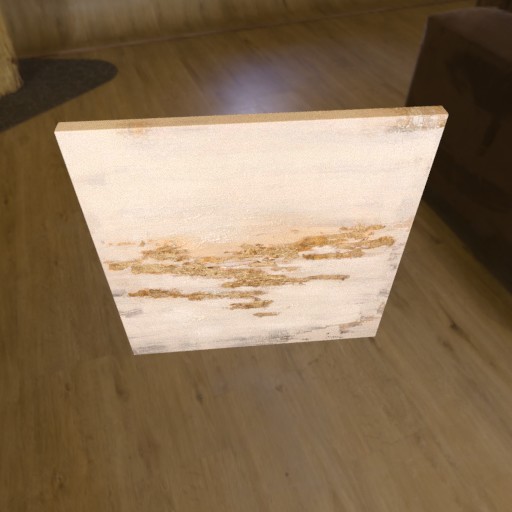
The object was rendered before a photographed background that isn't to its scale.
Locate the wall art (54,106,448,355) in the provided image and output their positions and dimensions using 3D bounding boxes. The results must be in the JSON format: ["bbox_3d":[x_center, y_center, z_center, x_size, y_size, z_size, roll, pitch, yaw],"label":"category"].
[{"bbox_3d":[0.000,0.000,1.122,0.753,0.755,0.038,-4,45,-4],"label":"wall art"}]
